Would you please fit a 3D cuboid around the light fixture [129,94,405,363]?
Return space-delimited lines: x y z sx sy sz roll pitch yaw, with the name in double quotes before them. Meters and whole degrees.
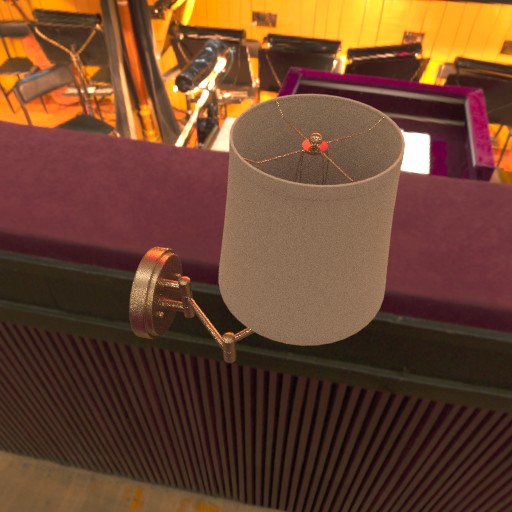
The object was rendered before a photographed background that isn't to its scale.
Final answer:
"light fixture" 0.000 0.000 0.594 0.348 0.381 0.223 9 46 8
